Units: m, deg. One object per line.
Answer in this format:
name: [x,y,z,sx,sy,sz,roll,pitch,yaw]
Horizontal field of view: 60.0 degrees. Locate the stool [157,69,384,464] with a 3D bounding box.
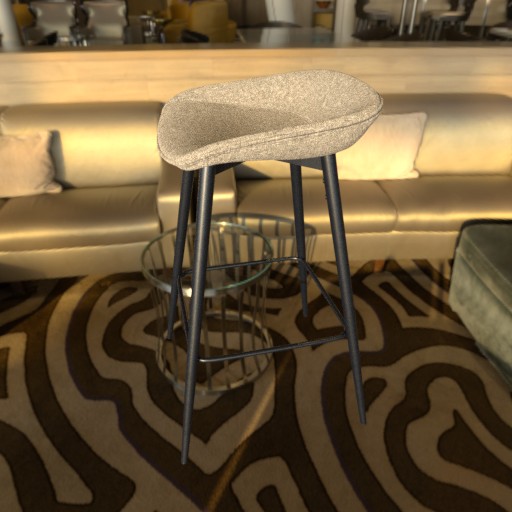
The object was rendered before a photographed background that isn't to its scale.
stool: [0.000,0.000,1.084,0.480,0.814,0.469,-7,32,-12]
